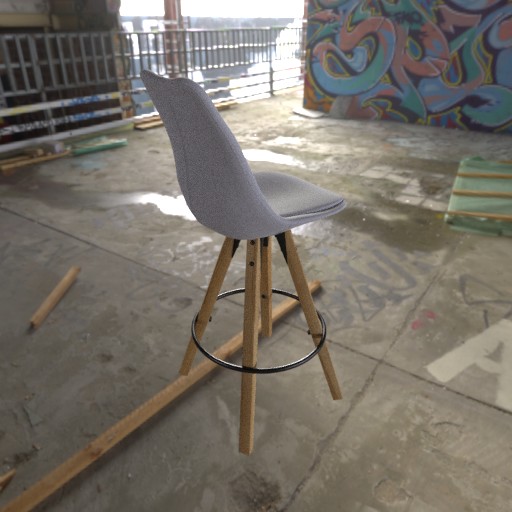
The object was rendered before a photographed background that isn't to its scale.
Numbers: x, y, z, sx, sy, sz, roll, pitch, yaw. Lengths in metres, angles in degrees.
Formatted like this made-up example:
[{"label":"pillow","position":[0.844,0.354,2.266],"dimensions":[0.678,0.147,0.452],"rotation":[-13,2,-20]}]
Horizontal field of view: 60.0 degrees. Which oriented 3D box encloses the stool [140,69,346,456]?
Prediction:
[{"label":"stool","position":[0.000,0.000,1.413],"dimensions":[0.550,1.115,0.484],"rotation":[-19,33,-30]}]
